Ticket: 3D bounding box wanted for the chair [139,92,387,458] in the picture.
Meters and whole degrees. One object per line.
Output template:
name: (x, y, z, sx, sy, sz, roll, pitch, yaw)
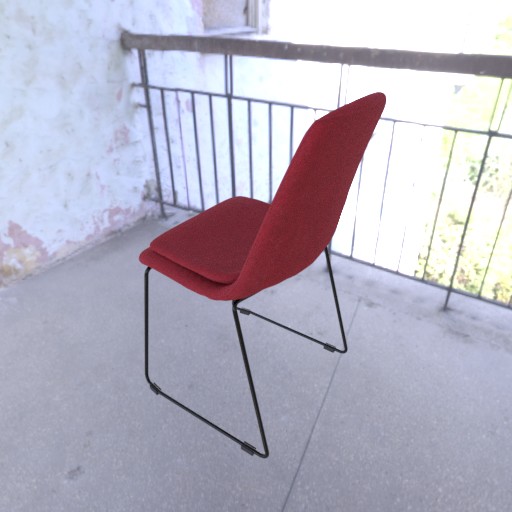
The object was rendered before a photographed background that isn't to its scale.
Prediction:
chair: (0.000, 0.000, 1.165, 0.518, 0.858, 0.479, 20, 36, 29)
